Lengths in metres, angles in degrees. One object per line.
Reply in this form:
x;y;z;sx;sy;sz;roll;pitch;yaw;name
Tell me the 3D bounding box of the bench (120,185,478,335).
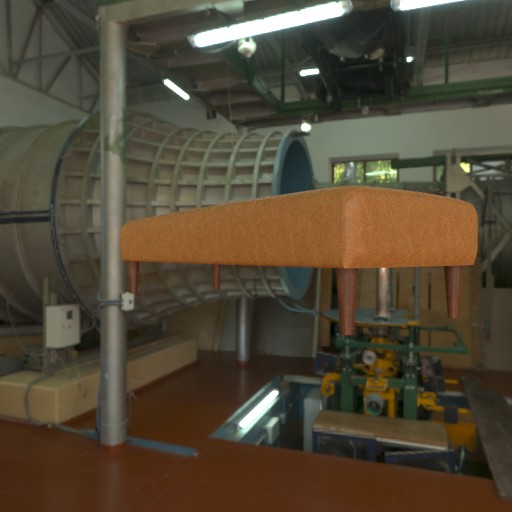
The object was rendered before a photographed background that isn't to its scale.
0.000;0.000;1.893;0.653;0.399;1.610;0;0;-36;bench
